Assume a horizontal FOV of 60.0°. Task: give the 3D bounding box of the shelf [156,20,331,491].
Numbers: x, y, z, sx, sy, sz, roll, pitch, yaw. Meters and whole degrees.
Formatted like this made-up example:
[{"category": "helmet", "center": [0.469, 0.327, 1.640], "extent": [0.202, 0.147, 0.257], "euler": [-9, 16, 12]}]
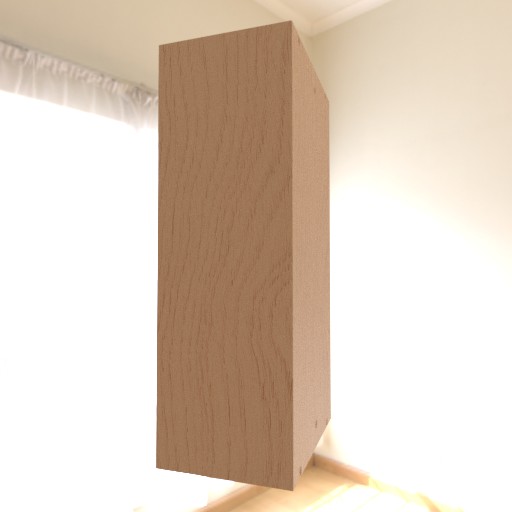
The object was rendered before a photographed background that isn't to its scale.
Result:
[{"category": "shelf", "center": [0.000, 0.000, 0.733], "extent": [0.200, 0.600, 0.290], "euler": [-1, -2, 19]}]
